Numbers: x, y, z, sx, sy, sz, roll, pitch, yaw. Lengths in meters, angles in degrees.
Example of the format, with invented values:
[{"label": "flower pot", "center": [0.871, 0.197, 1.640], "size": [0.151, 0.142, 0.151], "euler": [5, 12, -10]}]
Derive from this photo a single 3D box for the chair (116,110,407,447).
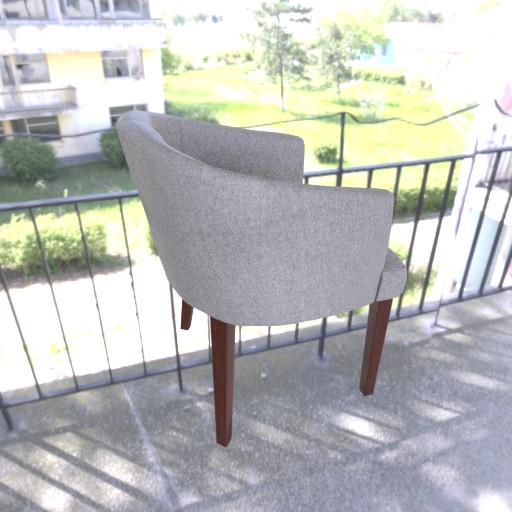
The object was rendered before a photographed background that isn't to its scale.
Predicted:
[{"label": "chair", "center": [0.000, 0.000, 1.264], "size": [0.655, 0.811, 0.583], "euler": [-9, 31, -16]}]
